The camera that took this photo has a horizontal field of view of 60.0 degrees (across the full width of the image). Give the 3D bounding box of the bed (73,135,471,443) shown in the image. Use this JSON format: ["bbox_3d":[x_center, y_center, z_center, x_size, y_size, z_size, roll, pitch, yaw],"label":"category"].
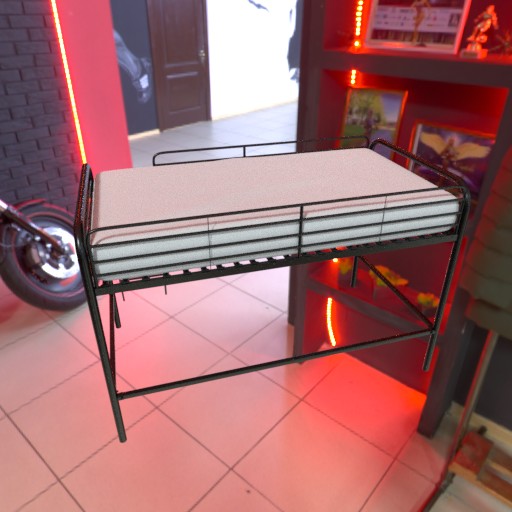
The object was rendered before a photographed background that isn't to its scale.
[{"bbox_3d":[0.000,0.000,2.925,1.968,1.289,1.393,-8,31,-14],"label":"bed"}]
